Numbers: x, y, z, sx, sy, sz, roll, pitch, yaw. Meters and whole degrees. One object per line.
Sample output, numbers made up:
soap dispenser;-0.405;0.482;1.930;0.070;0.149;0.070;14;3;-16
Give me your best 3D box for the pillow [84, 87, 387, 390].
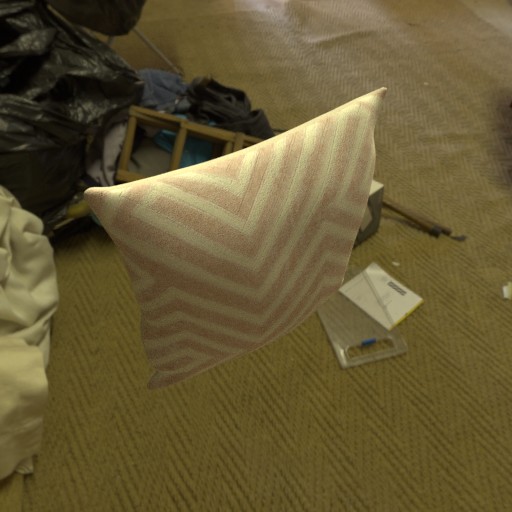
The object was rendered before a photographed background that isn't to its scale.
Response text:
pillow;0.000;0.000;0.688;0.440;0.441;0.182;-26;53;-22
